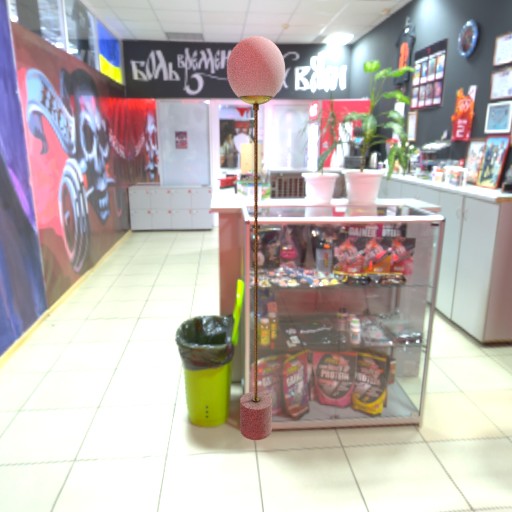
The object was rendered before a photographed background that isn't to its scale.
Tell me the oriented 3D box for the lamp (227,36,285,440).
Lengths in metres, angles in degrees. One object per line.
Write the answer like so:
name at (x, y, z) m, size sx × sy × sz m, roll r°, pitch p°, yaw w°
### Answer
lamp at (0.000, 0.000, 1.931) m, size 0.229 × 1.748 × 0.229 m, roll 8°, pitch 17°, yaw 27°
